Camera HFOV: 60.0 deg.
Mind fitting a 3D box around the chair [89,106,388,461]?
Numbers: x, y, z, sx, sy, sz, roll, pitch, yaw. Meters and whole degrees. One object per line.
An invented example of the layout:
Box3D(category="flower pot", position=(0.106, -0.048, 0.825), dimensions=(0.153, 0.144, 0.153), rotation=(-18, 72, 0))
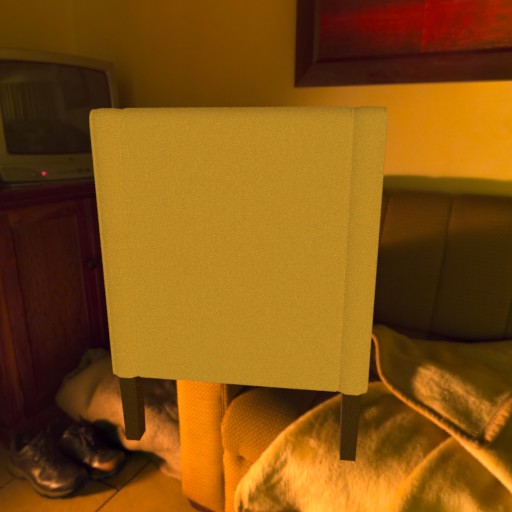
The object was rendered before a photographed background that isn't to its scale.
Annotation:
Box3D(category="chair", position=(0.000, 0.000, 1.453), dimensions=(0.689, 0.886, 0.806), rotation=(2, 15, 8))
